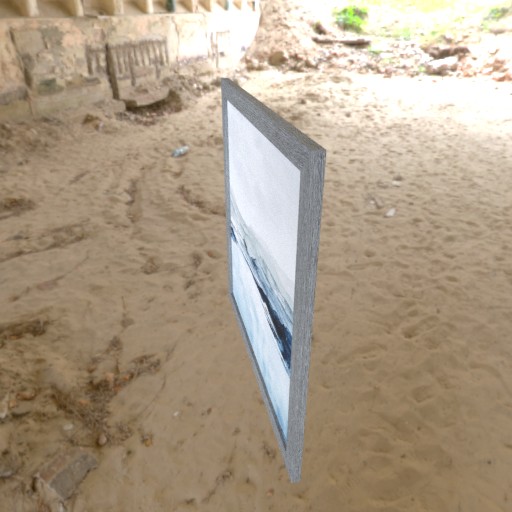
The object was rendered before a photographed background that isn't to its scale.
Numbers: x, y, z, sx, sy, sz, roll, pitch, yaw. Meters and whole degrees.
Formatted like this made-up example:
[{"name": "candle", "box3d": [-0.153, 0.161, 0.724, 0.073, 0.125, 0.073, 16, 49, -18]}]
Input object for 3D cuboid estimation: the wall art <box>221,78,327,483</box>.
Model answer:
[{"name": "wall art", "box3d": [0.000, 0.000, 1.026, 0.020, 0.685, 0.685, -7, 30, -12]}]
